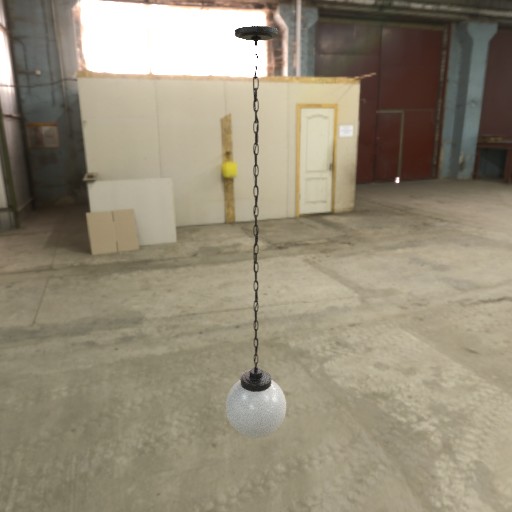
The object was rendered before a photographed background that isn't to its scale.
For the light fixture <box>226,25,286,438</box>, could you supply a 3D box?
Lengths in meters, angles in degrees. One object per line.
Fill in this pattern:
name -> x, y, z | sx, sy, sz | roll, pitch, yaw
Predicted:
light fixture -> 0.000, 0.000, 2.018 | 0.304, 1.867, 0.305 | 3, 16, 9
